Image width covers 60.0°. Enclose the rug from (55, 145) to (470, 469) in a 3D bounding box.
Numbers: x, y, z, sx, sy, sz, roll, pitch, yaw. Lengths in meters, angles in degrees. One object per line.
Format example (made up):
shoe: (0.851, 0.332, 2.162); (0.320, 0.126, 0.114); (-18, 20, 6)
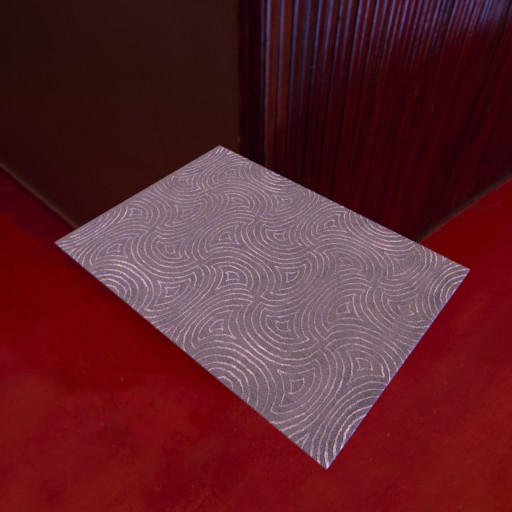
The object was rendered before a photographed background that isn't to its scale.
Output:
rug: (0.000, 0.000, 2.809); (2.144, 0.015, 1.543); (32, 54, 27)
